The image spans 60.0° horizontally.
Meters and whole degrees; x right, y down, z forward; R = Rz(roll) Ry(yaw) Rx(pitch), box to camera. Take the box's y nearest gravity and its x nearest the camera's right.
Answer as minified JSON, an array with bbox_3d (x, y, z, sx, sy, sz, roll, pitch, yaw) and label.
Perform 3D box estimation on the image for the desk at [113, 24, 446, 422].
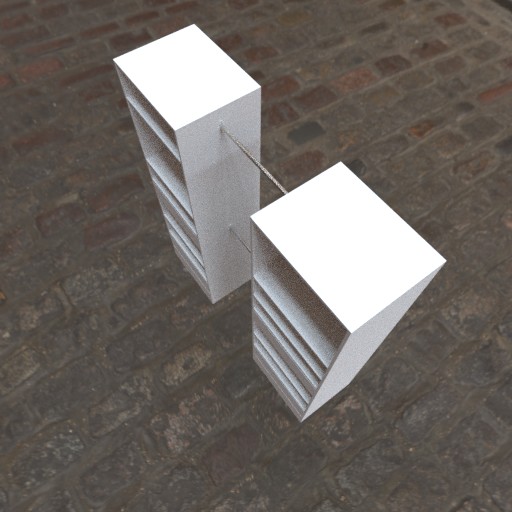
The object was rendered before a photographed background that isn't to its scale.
[{"bbox_3d":[0.000,0.000,2.817,0.480,2.000,1.770,-33,66,-17],"label":"desk"}]
